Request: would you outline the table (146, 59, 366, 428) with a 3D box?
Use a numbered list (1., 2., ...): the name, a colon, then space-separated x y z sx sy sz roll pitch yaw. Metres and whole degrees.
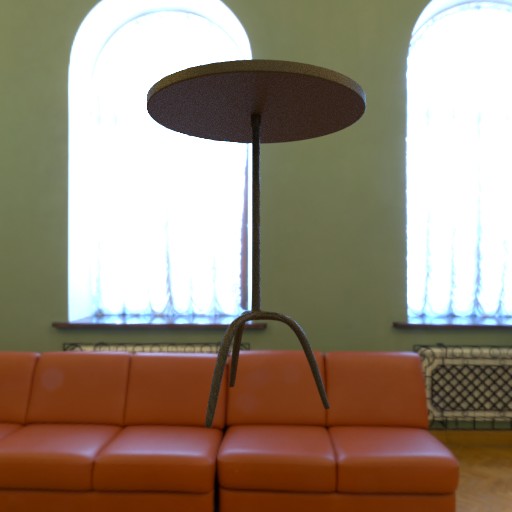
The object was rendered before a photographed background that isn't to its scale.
1. table: 0.000 0.000 1.041 0.502 0.700 0.502 0 0 1
